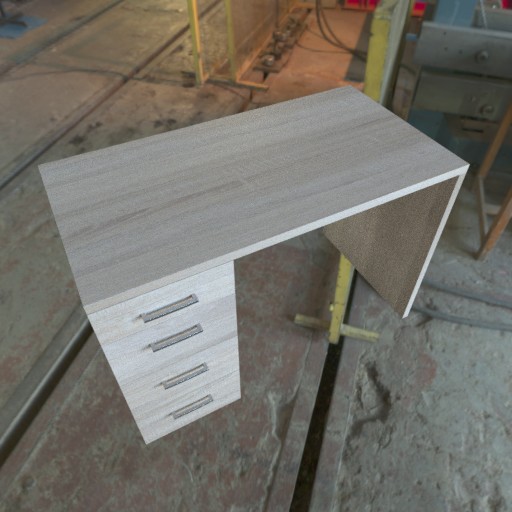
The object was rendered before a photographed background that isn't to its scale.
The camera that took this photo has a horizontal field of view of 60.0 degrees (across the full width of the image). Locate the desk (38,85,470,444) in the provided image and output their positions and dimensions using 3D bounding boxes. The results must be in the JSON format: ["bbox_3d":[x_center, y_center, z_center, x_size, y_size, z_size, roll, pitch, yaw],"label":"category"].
[{"bbox_3d":[0.000,0.000,1.528,1.100,0.731,0.600,-21,49,-19],"label":"desk"}]
